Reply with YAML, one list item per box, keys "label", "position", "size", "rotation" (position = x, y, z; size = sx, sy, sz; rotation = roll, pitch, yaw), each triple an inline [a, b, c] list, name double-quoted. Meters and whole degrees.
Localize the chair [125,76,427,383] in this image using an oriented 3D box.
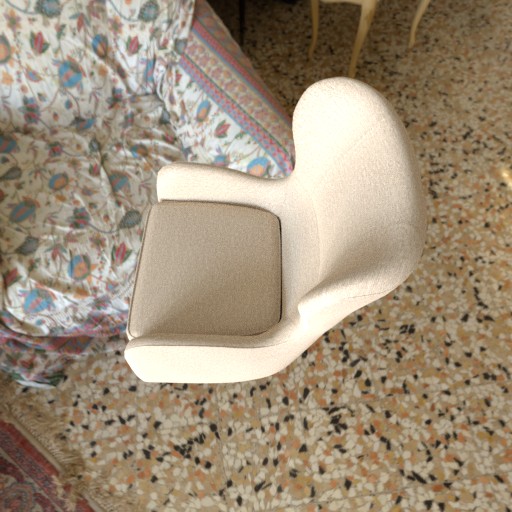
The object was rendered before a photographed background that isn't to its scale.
- label: "chair"
  position: [0.000, 0.000, 1.746]
  size: [0.984, 1.064, 0.861]
  rotation: [1, 58, 1]
